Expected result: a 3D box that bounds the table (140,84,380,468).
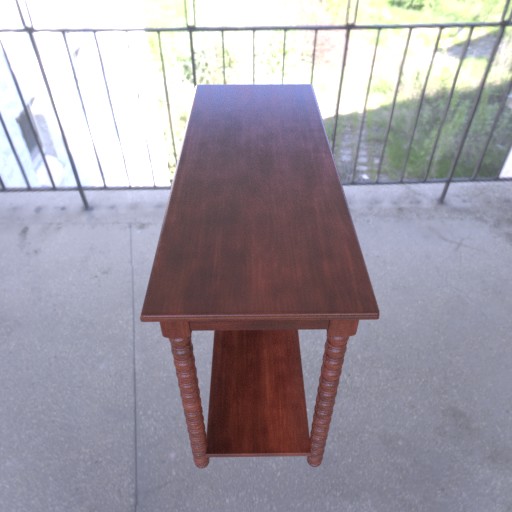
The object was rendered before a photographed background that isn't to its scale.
[{"bbox_3d":[0.000,0.000,1.508,0.459,0.740,1.184,0,41,-1],"label":"table"}]
